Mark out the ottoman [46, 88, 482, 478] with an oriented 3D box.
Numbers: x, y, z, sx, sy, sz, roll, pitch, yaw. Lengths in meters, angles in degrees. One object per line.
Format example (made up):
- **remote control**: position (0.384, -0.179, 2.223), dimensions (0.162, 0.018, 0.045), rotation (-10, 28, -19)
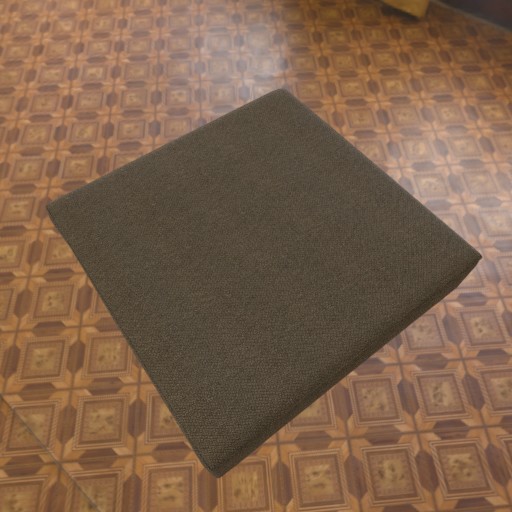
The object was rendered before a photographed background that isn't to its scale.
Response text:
- **ottoman**: position (0.000, 0.000, 1.486), dimensions (0.981, 0.378, 0.970), rotation (-32, 63, -18)
